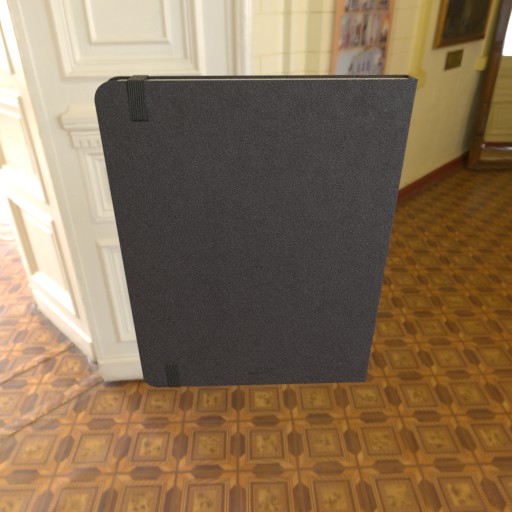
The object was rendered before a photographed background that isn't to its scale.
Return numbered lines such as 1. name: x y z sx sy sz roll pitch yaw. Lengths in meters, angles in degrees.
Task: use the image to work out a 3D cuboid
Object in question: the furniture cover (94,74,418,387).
1. furniture cover: 0.000 0.000 0.371 0.216 0.281 0.023 -1 30 -2
